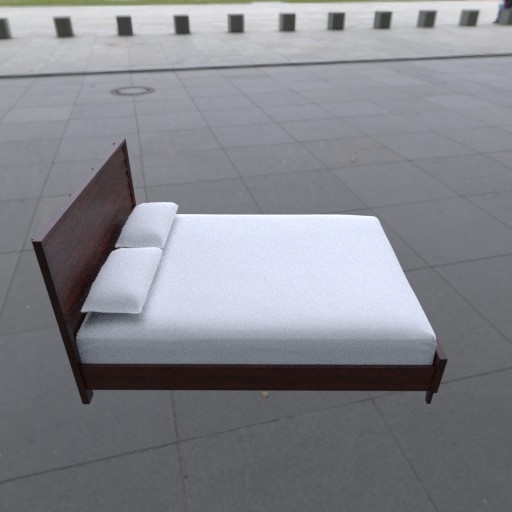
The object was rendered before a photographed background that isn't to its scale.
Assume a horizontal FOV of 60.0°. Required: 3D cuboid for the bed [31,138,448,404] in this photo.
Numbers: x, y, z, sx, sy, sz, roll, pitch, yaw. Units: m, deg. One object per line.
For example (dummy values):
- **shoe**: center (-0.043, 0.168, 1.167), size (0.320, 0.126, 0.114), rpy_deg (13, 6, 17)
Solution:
- **bed**: center (0.000, 0.000, 3.953), size (2.803, 1.492, 2.040), rpy_deg (0, 32, 0)
